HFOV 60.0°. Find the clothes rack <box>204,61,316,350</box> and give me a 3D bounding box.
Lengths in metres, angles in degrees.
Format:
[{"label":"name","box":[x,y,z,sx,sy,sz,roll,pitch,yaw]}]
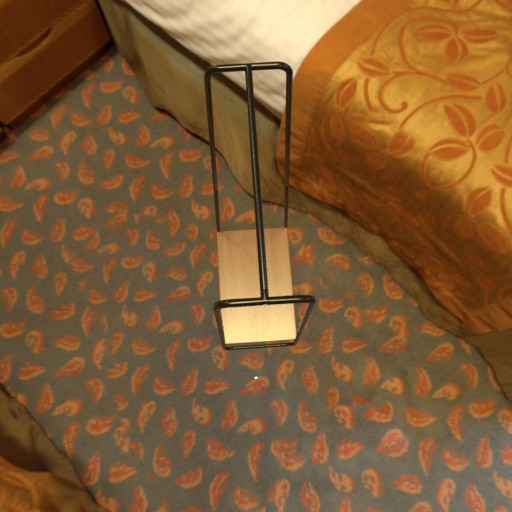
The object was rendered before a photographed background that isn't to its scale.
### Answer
[{"label":"clothes rack","box":[0.000,0.000,1.791,0.400,1.500,0.640,-4,75,-1]}]
